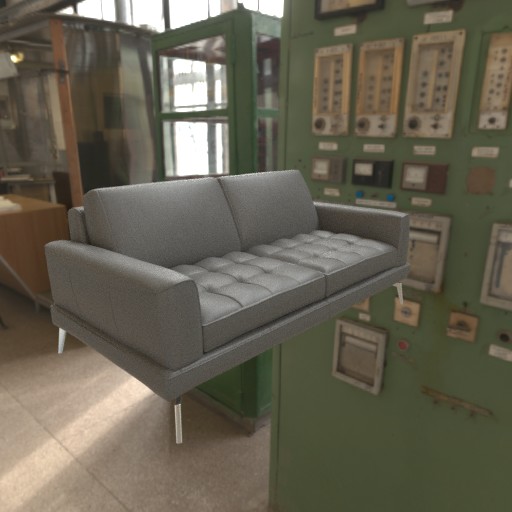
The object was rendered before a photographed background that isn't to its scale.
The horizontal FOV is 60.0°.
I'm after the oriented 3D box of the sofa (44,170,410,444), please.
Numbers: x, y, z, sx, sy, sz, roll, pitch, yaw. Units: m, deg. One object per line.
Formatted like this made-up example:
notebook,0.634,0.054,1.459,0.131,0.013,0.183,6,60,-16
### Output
sofa,0.000,0.000,2.752,1.121,0.930,2.177,14,21,41
